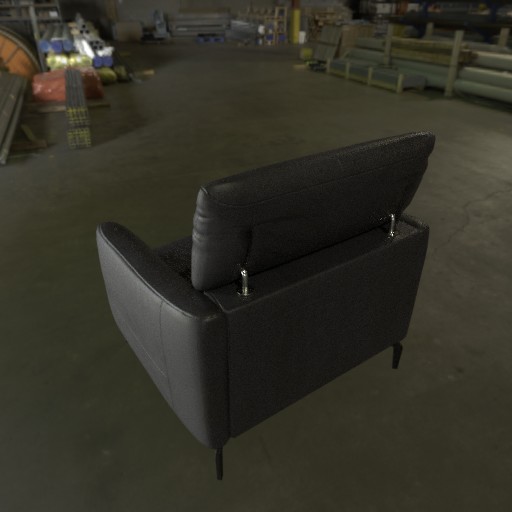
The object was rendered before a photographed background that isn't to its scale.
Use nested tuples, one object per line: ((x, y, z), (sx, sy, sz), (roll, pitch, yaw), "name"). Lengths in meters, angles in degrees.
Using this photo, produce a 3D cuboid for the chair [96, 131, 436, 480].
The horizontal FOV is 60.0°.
((0.000, 0.000, 1.616), (0.976, 0.949, 0.809), (-20, 36, -30), "chair")
